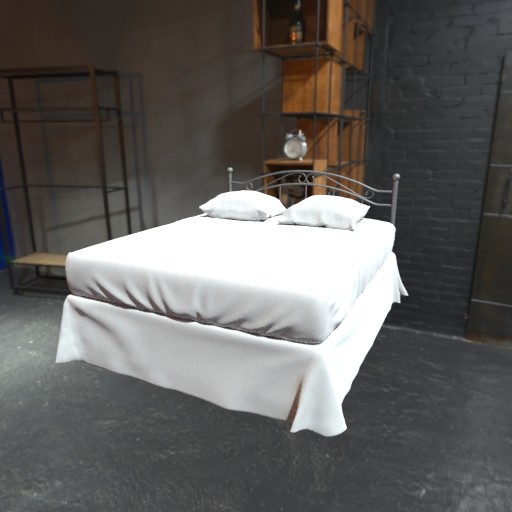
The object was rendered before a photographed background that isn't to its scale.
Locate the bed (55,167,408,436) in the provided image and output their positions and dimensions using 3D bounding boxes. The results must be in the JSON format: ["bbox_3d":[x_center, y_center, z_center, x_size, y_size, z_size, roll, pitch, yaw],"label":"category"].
[{"bbox_3d":[0.000,0.000,3.234,1.936,1.080,2.215,7,17,25],"label":"bed"}]
